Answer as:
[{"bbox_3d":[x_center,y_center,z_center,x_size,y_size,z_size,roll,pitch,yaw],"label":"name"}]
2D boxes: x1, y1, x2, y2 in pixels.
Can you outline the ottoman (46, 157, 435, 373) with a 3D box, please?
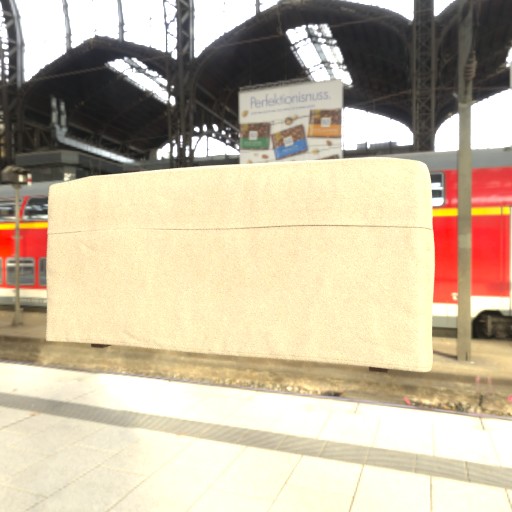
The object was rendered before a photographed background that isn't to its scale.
[{"bbox_3d":[0.000,0.000,1.174,0.872,0.444,0.590,0,0,19],"label":"ottoman"}]
